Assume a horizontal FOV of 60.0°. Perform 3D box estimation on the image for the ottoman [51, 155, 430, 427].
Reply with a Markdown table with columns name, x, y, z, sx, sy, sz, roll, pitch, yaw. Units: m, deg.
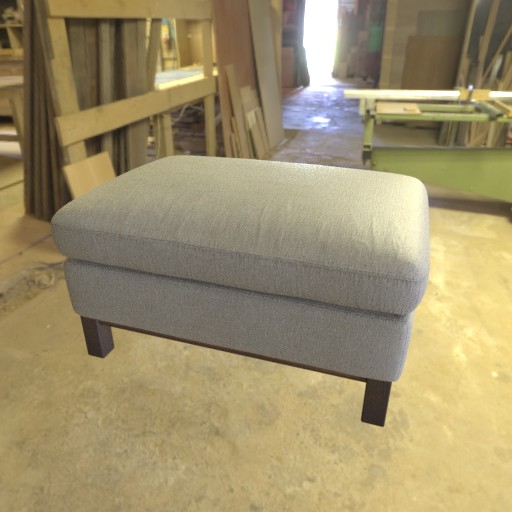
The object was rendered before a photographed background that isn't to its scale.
| name | x | y | z | sx | sy | sz | roll | pitch | yaw |
| --- | --- | --- | --- | --- | --- | --- | --- | --- | --- |
| ottoman | 0.000 | 0.000 | 1.045 | 0.735 | 0.404 | 0.528 | 9 | 28 | 17 |
